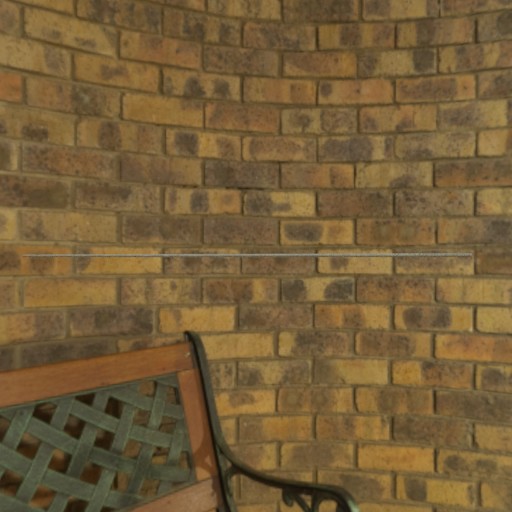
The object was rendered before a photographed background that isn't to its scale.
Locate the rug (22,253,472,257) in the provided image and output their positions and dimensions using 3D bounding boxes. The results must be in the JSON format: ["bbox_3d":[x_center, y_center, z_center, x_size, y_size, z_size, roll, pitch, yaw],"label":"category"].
[{"bbox_3d":[0.000,0.000,2.981,2.438,0.014,1.524,0,0,19],"label":"rug"}]
